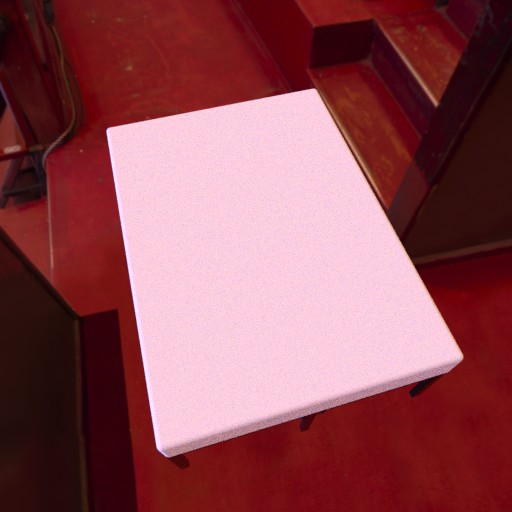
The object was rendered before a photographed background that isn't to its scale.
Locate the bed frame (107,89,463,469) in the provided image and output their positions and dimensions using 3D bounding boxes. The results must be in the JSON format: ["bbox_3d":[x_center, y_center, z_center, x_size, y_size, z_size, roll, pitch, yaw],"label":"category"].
[{"bbox_3d":[0.000,0.000,2.658,1.408,0.659,1.956,-14,59,-8],"label":"bed frame"}]
